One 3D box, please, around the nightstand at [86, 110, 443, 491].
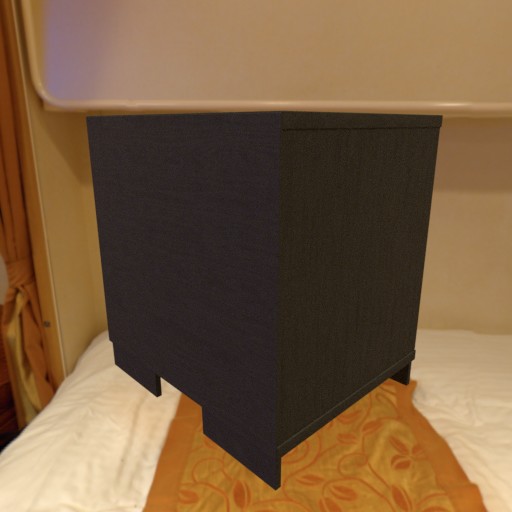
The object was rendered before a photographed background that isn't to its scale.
[{"bbox_3d":[0.000,0.000,0.741,0.347,0.448,0.427,-16,23,-42],"label":"nightstand"}]
